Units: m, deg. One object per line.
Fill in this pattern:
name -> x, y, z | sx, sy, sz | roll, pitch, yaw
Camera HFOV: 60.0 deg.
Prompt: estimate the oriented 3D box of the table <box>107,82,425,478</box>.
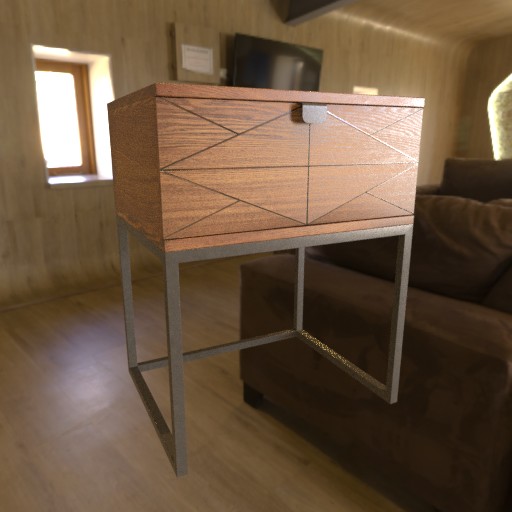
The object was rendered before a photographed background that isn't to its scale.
table -> 0.000, 0.000, 0.917 | 0.482, 0.610, 0.400 | -7, 17, -26
